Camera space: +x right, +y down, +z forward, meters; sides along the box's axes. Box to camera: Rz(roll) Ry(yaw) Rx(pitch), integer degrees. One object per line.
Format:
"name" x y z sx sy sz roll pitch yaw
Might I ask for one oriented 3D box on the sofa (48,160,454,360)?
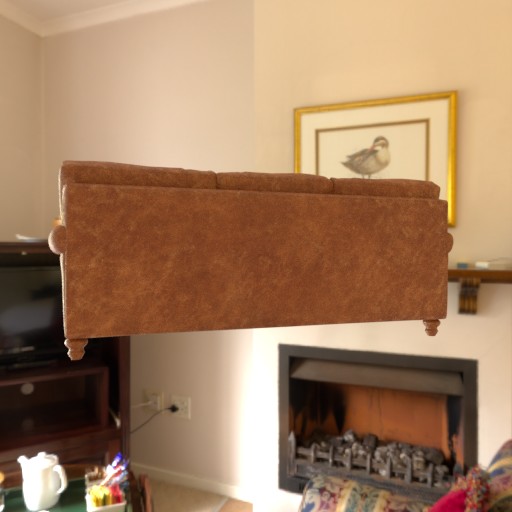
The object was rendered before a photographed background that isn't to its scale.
"sofa" 0.000 0.000 2.815 2.351 0.977 0.973 0 0 -17
